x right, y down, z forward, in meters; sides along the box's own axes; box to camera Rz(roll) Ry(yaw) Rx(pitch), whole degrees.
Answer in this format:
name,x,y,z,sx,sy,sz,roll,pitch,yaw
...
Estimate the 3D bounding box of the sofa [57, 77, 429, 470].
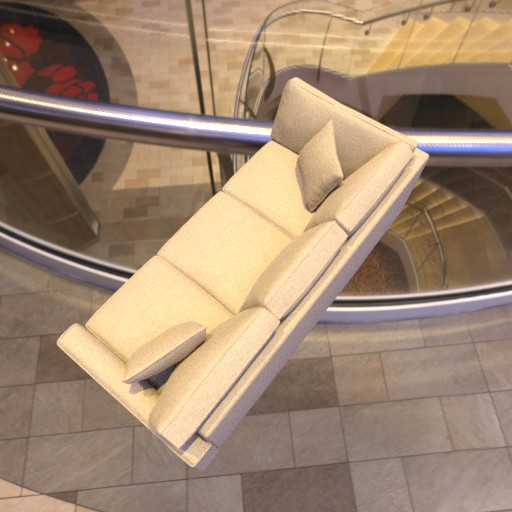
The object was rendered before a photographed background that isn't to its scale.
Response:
name,x,y,z,sx,sy,sz,roll,pitch,yaw
sofa,0.000,0.000,2.821,1.061,0.962,2.317,35,68,17
